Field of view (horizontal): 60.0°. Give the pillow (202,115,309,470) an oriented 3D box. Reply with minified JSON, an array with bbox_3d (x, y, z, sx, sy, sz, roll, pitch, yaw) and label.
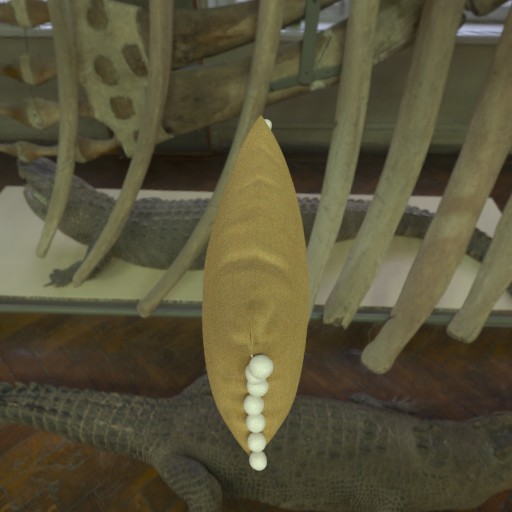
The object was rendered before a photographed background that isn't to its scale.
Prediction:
[{"bbox_3d":[0.000,0.000,0.859,0.201,0.322,0.709,1,41,1],"label":"pillow"}]
